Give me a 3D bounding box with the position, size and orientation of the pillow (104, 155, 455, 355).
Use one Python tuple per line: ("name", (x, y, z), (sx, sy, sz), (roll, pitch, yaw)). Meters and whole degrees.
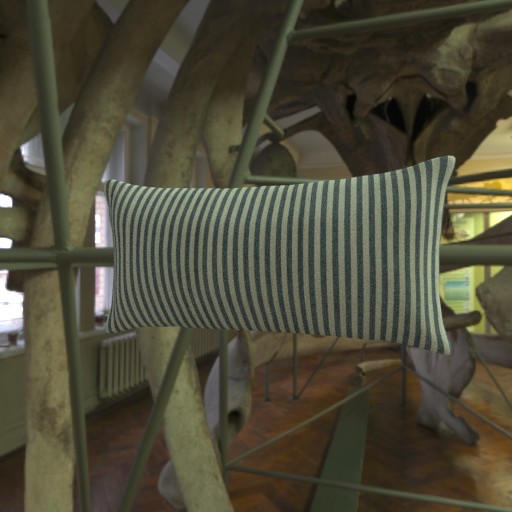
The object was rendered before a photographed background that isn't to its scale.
("pillow", (0.000, 0.000, 0.750), (0.617, 0.295, 0.151), (0, 0, 19))
